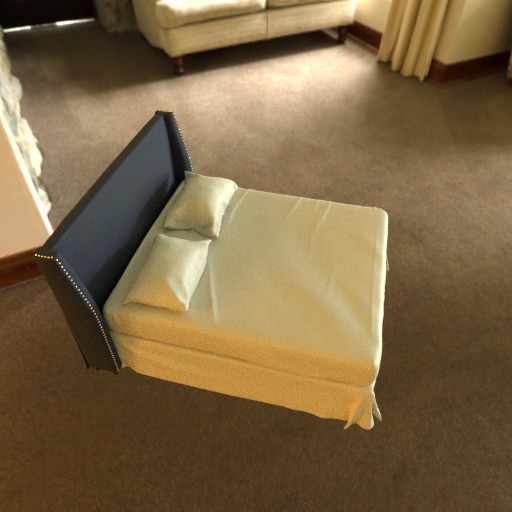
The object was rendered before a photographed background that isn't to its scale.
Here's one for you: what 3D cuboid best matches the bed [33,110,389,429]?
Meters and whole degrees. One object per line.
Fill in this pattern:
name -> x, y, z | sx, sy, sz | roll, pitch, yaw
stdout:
bed -> 0.000, 0.000, 3.519 | 2.276, 1.332, 1.925 | 10, 46, 10
